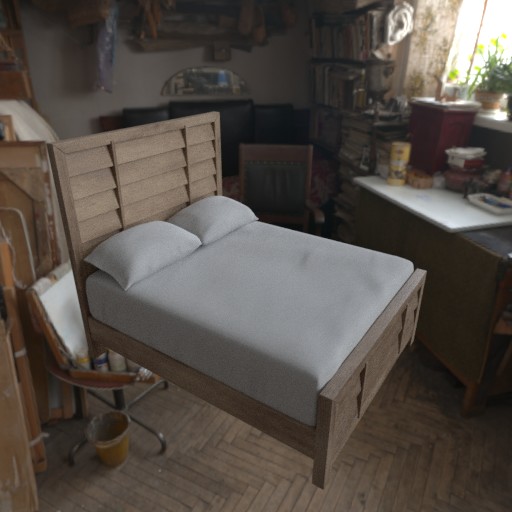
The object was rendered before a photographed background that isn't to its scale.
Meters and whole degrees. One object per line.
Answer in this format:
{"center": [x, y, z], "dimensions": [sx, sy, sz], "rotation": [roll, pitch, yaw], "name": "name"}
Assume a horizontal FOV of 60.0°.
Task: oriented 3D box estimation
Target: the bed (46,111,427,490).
{"center": [0.000, 0.000, 3.156], "dimensions": [2.017, 1.631, 1.615], "rotation": [17, 31, 31], "name": "bed"}
